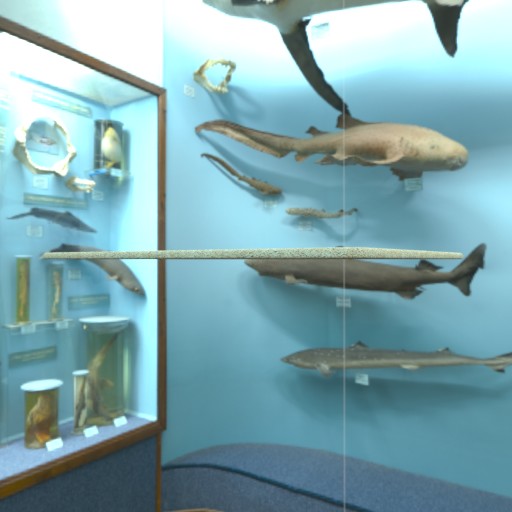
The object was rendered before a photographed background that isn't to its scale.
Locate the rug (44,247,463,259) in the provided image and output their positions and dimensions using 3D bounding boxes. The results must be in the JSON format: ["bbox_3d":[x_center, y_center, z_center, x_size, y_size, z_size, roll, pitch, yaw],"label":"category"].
[{"bbox_3d":[0.000,0.000,3.347,2.528,0.048,2.009,0,-1,36],"label":"rug"}]
